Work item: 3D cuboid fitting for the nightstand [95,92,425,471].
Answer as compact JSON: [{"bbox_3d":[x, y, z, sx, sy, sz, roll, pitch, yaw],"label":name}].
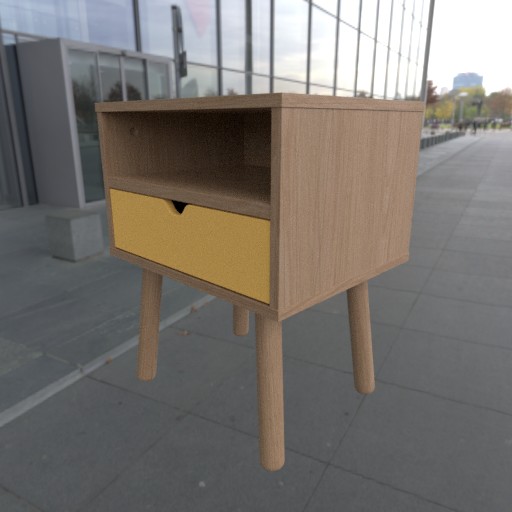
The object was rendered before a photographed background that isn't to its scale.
[{"bbox_3d":[0.000,0.000,0.872,0.450,0.571,0.380,16,23,42],"label":"nightstand"}]
